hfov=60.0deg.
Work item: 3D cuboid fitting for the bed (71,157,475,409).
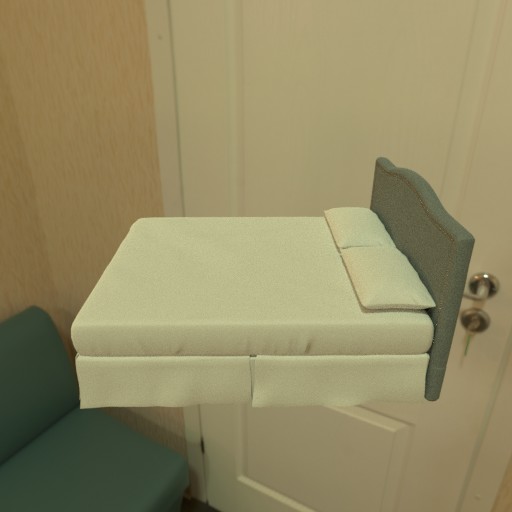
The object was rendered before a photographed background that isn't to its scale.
[{"bbox_3d":[0.000,0.000,3.899,2.689,1.457,2.161,0,26,0],"label":"bed"}]
